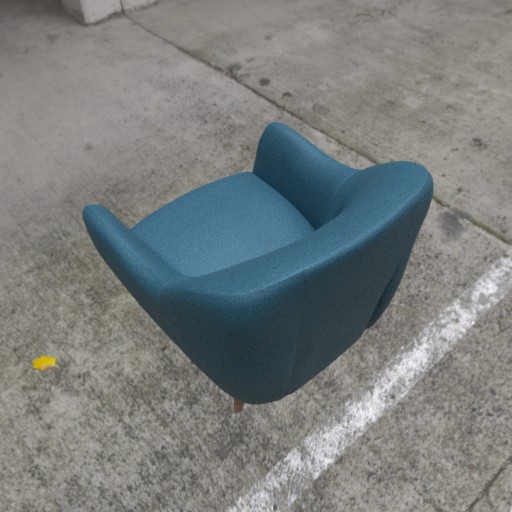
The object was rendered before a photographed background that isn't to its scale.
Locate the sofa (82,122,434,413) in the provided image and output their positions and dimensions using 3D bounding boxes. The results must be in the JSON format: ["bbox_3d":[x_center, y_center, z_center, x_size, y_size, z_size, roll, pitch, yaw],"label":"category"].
[{"bbox_3d":[0.000,0.000,1.493,0.836,0.817,0.825,-32,54,-26],"label":"sofa"}]
